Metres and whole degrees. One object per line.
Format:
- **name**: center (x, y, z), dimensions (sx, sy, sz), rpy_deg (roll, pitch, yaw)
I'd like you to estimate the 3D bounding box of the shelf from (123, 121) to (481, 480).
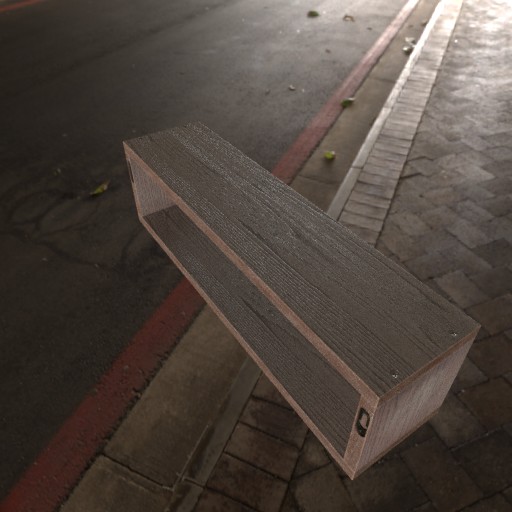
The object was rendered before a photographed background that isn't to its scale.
- **shelf**: center (0.000, 0.000, 0.673), dimensions (0.150, 0.170, 0.610), rpy_deg (-24, 46, -25)
